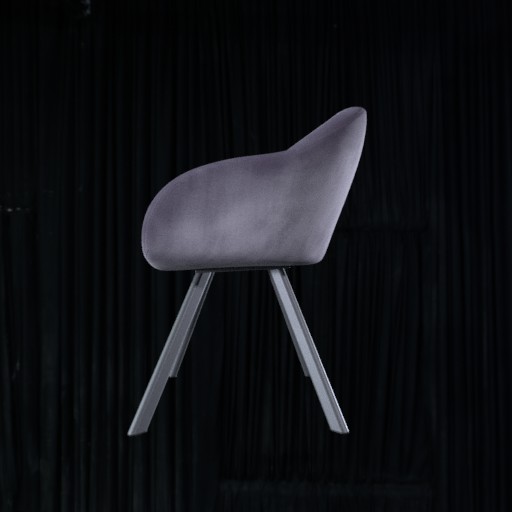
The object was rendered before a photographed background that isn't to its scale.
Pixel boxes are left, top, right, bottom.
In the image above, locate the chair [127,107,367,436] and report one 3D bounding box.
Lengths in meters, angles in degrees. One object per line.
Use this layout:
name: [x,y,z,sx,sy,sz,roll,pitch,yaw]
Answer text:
chair: [0.000,0.000,1.234,0.590,0.795,0.550,0,1,-1]
